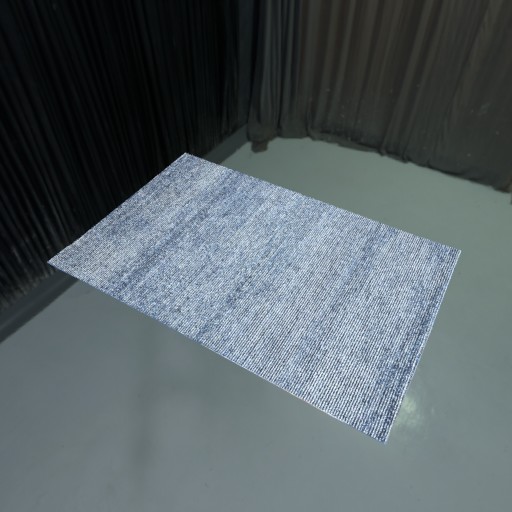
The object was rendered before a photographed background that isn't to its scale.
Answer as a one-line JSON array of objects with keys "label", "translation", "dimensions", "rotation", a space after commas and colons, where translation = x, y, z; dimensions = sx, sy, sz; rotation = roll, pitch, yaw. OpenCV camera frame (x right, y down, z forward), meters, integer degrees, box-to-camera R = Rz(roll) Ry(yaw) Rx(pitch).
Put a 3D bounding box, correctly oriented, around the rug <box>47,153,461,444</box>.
[{"label": "rug", "translation": [0.000, 0.000, 2.270], "dimensions": [1.793, 0.025, 1.159], "rotation": [23, 50, 21]}]
